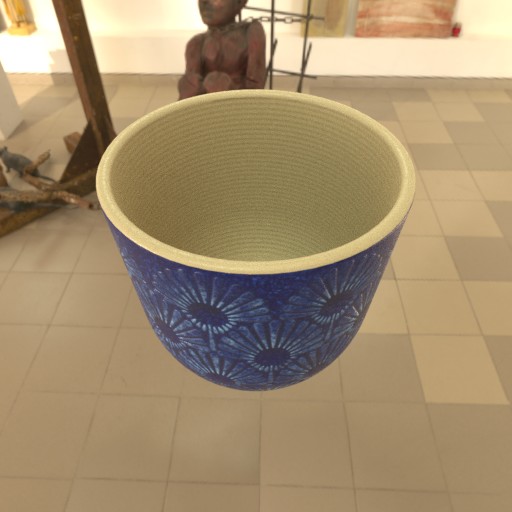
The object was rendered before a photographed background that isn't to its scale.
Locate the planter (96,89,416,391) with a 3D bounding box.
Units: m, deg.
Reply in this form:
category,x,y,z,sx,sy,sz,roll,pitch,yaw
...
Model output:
category,x,y,z,sx,sy,sz,roll,pitch,yaw
planter,0.000,0.000,0.295,0.170,0.153,0.170,0,45,0
